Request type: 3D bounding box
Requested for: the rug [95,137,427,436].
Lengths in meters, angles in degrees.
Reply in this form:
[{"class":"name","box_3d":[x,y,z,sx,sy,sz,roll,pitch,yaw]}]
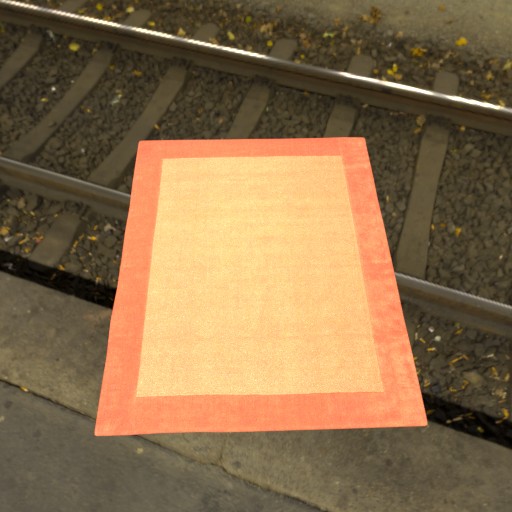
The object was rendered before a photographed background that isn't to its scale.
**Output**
[{"class":"rug","box_3d":[0.000,0.000,3.986,2.430,0.018,2.976,-1,58,-1]}]
